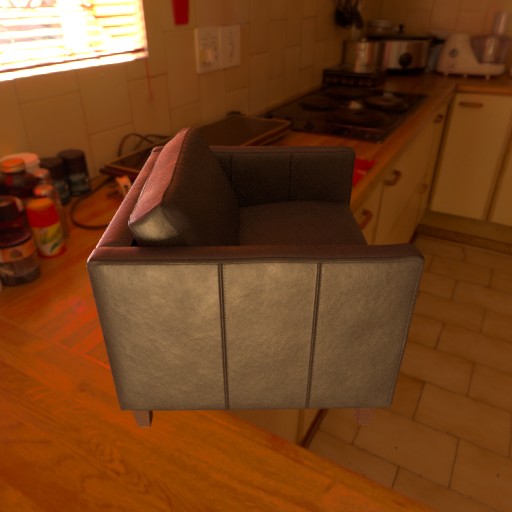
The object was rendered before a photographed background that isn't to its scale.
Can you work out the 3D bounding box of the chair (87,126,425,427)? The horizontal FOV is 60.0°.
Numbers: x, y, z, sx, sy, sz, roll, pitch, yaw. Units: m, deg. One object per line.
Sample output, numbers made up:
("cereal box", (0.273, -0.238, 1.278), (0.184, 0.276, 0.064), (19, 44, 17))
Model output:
("chair", (0.000, 0.000, 1.621), (0.862, 0.811, 0.939), (0, 31, -1))
